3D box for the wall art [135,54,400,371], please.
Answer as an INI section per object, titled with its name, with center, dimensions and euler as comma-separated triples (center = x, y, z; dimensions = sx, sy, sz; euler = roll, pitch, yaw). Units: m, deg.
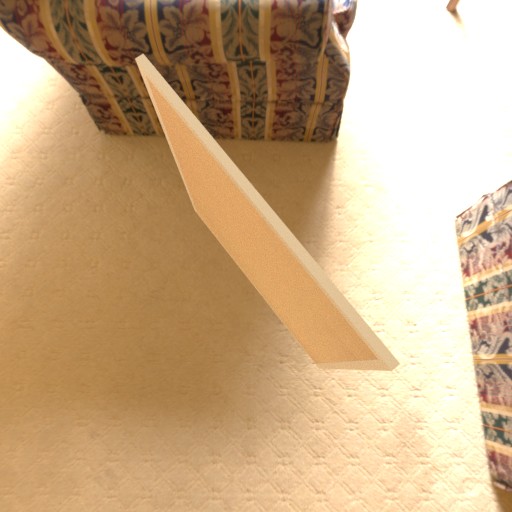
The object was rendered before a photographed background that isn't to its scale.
[wall art]
center = 0.000, 0.000, 0.783
dimensions = 0.012, 0.557, 0.482
euler = -37, 79, -9
